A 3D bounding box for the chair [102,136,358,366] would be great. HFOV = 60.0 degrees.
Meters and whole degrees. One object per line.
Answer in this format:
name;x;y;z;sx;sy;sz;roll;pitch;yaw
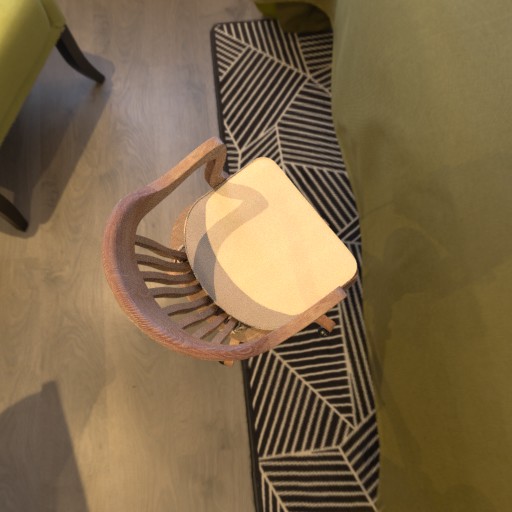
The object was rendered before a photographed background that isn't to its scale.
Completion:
chair;0.000;0.000;1.517;0.788;0.878;0.750;-36;79;-9
